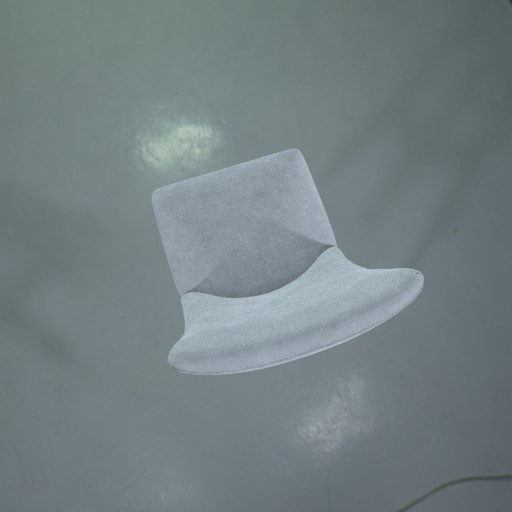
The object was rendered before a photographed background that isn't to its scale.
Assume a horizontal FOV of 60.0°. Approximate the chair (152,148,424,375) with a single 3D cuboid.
[{"bbox_3d":[0.000,0.000,1.254,0.495,0.902,0.610,-18,76,-5],"label":"chair"}]
